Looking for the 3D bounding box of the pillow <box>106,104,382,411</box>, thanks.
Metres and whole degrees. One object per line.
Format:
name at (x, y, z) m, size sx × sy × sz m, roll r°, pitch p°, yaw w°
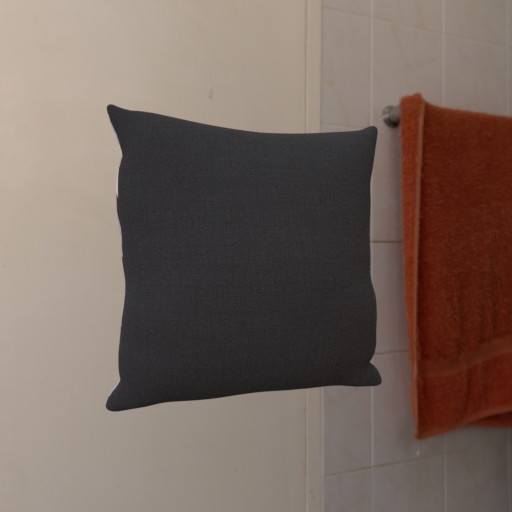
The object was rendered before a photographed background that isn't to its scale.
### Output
pillow at (0.000, 0.000, 0.783) m, size 0.503 × 0.496 × 0.208 m, roll 0°, pitch 0°, yaw -17°
